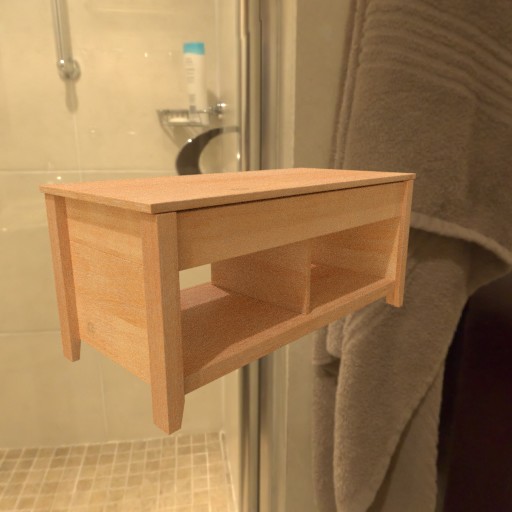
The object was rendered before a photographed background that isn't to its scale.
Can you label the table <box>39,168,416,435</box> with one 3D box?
[{"bbox_3d":[0.000,0.000,1.322,0.483,0.457,1.016,14,20,42],"label":"table"}]
